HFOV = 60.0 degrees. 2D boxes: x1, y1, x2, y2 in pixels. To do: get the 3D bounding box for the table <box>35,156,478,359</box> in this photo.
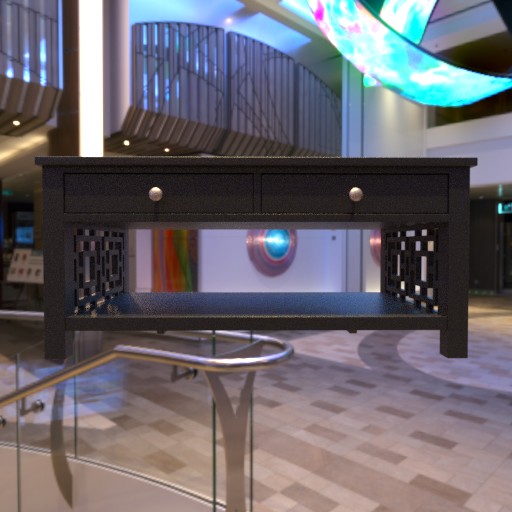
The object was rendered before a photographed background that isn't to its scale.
[{"bbox_3d":[0.000,0.000,1.366,1.068,0.493,0.612,0,2,-1],"label":"table"}]
